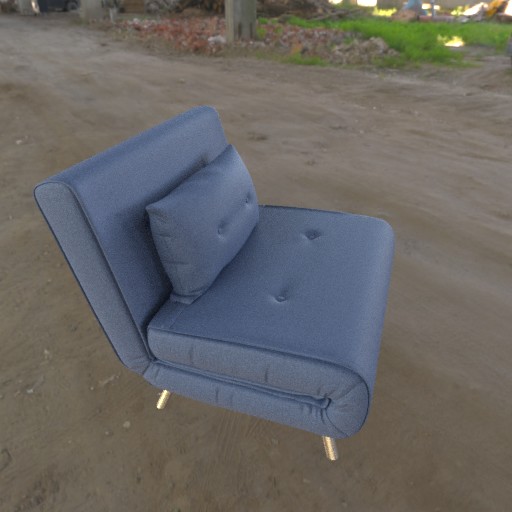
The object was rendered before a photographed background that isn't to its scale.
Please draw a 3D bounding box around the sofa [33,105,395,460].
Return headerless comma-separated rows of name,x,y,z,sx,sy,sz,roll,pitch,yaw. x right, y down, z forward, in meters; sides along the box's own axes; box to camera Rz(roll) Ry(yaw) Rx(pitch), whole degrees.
sofa,0.000,0.000,1.682,0.996,0.860,0.999,10,32,16
